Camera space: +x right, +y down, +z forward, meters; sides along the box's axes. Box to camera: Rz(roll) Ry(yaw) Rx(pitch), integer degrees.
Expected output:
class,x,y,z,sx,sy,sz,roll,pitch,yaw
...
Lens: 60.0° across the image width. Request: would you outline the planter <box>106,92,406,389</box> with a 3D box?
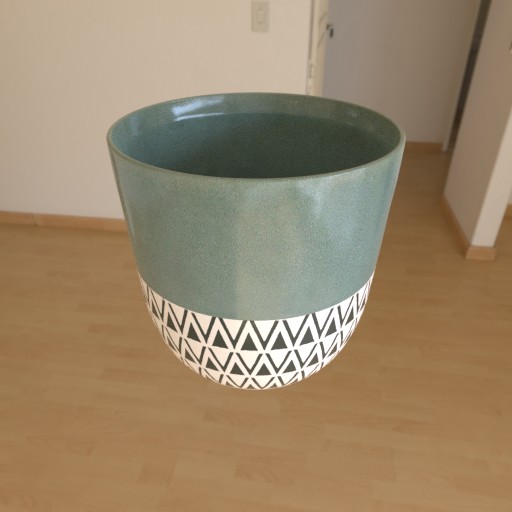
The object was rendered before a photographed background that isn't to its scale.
class,x,y,z,sx,sy,sz,roll,pitch,yaw
planter,0.000,0.000,0.361,0.198,0.214,0.198,0,32,0
